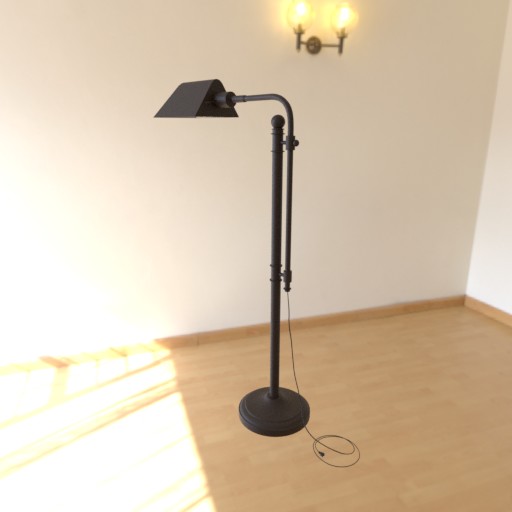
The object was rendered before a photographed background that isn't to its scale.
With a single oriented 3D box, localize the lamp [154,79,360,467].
[{"bbox_3d":[0.000,0.000,0.930,0.159,0.708,0.545,-15,22,-42],"label":"lamp"}]
